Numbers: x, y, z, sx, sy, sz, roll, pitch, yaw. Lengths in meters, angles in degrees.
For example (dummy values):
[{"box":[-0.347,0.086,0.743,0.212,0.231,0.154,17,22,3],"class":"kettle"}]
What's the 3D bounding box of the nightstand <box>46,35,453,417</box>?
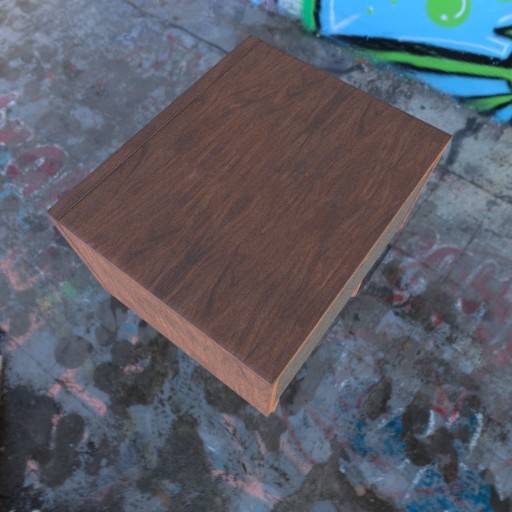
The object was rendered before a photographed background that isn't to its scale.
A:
[{"box":[0.000,0.000,0.988,0.445,0.607,0.521,34,68,16],"class":"nightstand"}]
